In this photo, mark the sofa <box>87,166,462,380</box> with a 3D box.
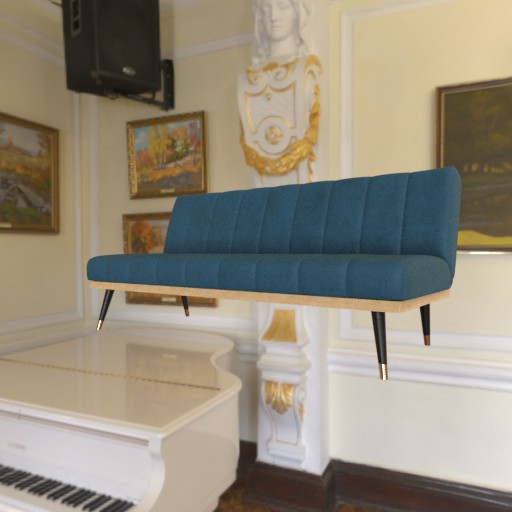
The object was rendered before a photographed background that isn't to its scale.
[{"bbox_3d":[0.000,0.000,2.295,1.810,0.825,0.830,0,1,36],"label":"sofa"}]
